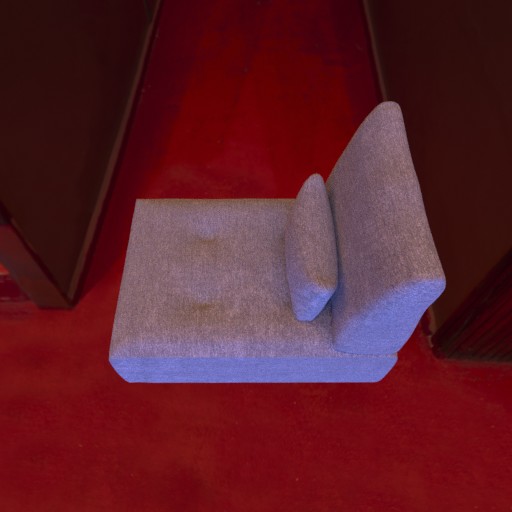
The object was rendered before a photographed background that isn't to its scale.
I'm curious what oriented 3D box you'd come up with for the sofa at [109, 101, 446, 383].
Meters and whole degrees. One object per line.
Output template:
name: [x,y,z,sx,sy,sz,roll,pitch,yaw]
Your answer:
sofa: [0.000,0.000,1.584,1.000,0.820,0.700,0,58,0]
